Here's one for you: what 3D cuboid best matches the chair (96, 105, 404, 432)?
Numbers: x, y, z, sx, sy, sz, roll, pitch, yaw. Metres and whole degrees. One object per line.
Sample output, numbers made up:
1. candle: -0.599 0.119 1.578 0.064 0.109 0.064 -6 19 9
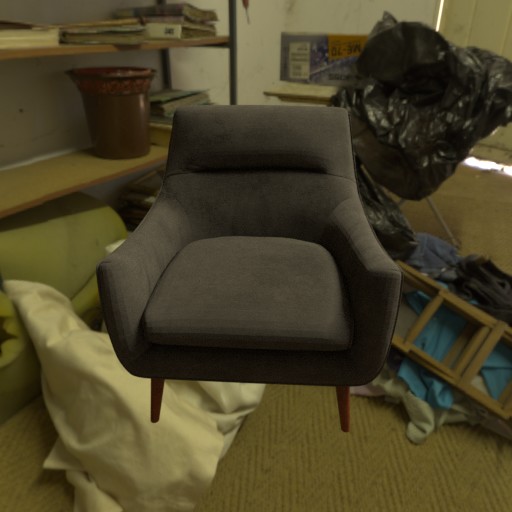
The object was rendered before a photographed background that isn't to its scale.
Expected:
1. chair: 0.000 0.000 1.457 0.762 0.838 0.787 2 29 3
